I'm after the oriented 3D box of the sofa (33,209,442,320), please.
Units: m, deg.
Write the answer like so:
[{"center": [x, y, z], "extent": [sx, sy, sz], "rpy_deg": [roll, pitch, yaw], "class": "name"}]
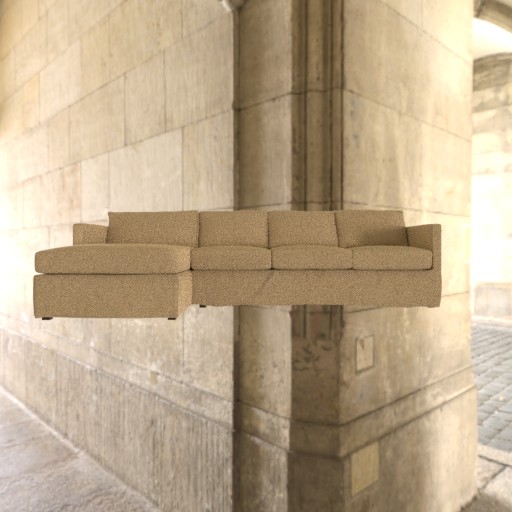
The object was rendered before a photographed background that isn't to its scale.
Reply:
[{"center": [0.000, 0.000, 3.897], "extent": [3.205, 0.922, 1.650], "rpy_deg": [0, 1, 0], "class": "sofa"}]
